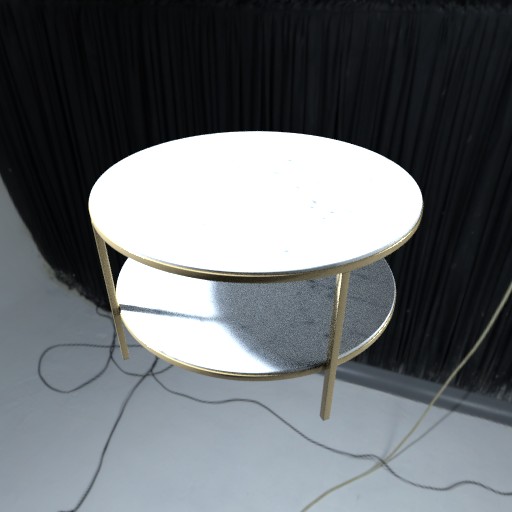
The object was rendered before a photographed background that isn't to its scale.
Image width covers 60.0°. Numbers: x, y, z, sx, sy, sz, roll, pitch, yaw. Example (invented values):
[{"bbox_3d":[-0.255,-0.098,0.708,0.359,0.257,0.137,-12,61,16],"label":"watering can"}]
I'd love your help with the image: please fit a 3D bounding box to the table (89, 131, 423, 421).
[{"bbox_3d":[0.000,0.000,1.230,0.800,0.450,0.800,0,33,0],"label":"table"}]
